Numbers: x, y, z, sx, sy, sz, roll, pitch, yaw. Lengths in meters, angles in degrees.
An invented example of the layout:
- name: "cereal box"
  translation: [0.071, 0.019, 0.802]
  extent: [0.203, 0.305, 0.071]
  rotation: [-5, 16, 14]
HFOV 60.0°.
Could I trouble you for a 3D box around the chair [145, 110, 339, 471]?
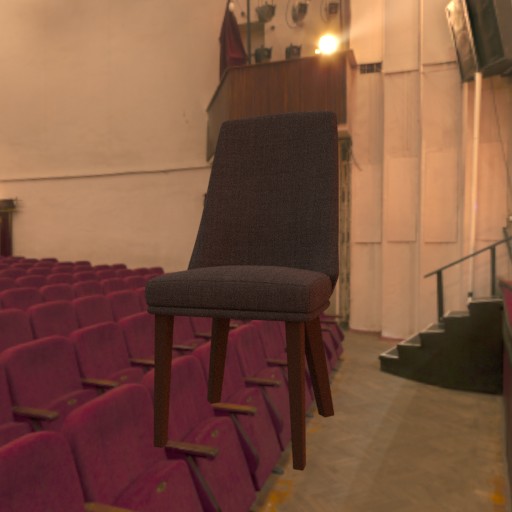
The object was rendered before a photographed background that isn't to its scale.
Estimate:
- name: "chair"
  translation: [0.000, 0.000, 1.395]
  extent: [0.510, 1.050, 0.577]
  rotation: [0, 1, 19]
